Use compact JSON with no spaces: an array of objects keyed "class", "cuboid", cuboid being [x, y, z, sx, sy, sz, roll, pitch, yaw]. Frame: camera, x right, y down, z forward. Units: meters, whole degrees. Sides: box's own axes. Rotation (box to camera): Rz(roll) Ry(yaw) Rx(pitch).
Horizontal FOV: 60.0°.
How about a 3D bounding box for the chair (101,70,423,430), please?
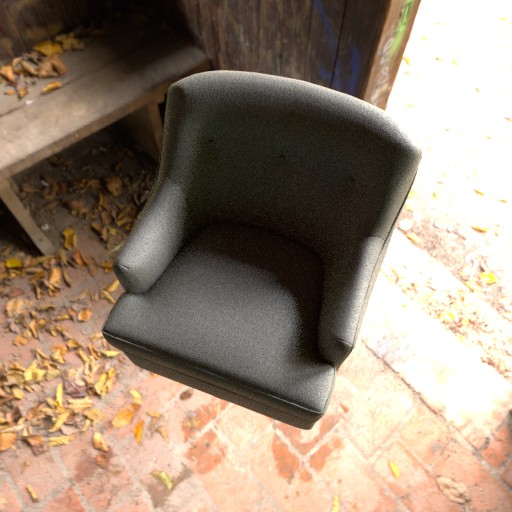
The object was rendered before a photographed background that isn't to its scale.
[{"class":"chair","cuboid":[0.000,0.000,1.591,0.864,0.856,0.923,18,61,10]}]
